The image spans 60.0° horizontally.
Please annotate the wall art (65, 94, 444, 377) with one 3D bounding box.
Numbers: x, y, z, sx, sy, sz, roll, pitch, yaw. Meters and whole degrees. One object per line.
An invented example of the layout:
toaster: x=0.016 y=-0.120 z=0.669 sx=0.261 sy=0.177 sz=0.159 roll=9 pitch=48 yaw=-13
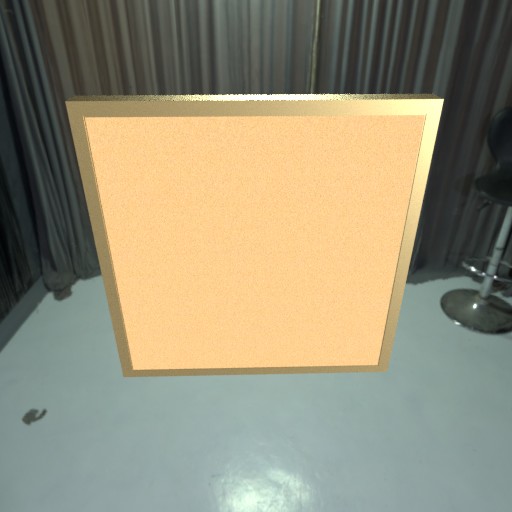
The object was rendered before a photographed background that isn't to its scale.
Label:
wall art: x=0.000 y=0.000 z=1.871 sx=1.284 sy=1.284 sz=0.095 roll=-1 pitch=31 yaw=-1
